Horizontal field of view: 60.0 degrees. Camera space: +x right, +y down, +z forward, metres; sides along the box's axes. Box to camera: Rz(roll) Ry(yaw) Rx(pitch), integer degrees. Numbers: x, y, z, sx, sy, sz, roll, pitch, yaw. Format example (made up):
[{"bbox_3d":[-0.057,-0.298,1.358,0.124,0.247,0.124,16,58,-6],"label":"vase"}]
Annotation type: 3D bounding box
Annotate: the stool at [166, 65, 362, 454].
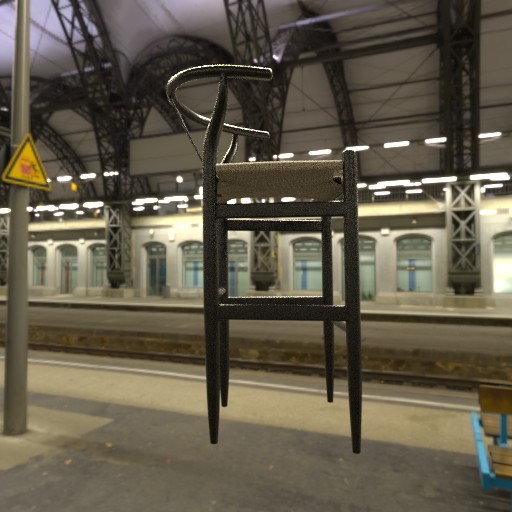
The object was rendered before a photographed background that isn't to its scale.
[{"bbox_3d":[0.000,0.000,1.445,0.579,1.072,0.569,0,-2,1],"label":"stool"}]
